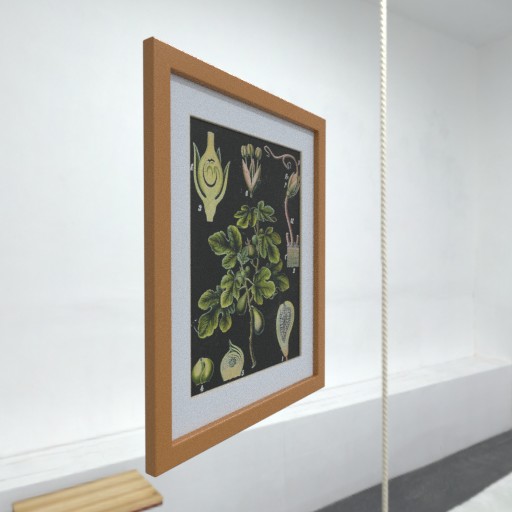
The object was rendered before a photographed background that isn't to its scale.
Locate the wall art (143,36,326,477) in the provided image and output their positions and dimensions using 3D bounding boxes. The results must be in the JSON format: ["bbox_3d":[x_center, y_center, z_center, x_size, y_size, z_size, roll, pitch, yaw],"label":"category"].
[{"bbox_3d":[0.000,0.000,0.741,0.022,0.553,0.452,1,2,37],"label":"wall art"}]
